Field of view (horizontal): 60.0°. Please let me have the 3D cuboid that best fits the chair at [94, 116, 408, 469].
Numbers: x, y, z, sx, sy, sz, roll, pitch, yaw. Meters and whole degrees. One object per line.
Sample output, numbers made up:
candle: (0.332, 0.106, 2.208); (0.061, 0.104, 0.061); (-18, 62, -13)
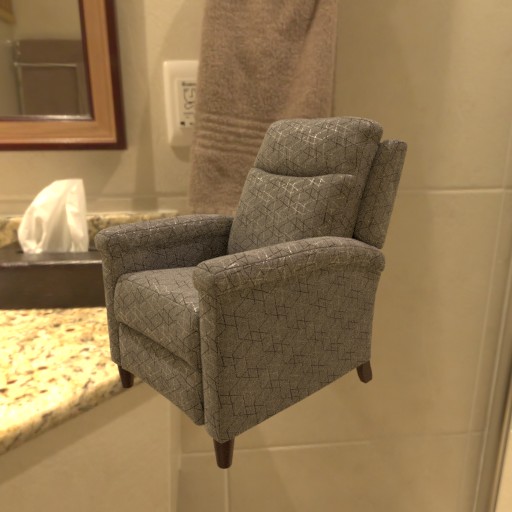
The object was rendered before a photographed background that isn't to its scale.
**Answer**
chair: (0.000, 0.000, 1.724); (0.987, 1.048, 0.753); (-14, 20, -42)
